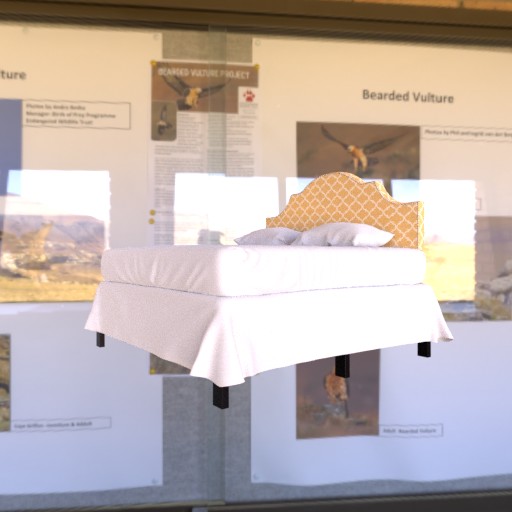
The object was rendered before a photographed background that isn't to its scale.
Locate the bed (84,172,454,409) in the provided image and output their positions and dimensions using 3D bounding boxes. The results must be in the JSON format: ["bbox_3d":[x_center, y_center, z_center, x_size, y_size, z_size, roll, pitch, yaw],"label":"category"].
[{"bbox_3d":[0.000,0.000,3.721,2.222,1.601,2.314,0,0,-37],"label":"bed"}]
